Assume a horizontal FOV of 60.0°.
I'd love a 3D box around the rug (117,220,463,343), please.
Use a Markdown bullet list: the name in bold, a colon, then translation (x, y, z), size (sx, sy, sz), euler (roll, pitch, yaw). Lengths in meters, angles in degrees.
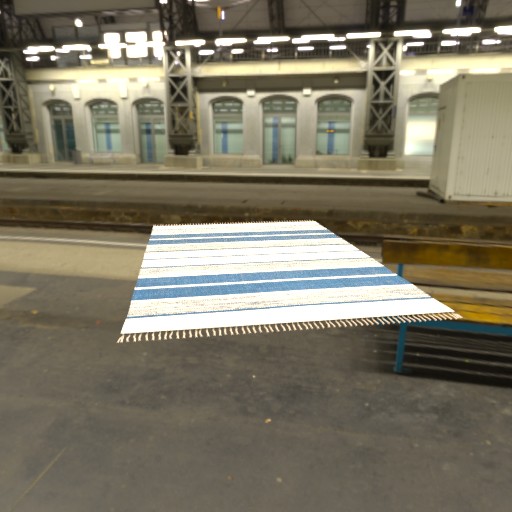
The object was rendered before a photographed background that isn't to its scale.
- **rug**: translation (0.000, 0.000, 3.061), size (1.532, 0.010, 2.441), euler (-2, 15, -9)
